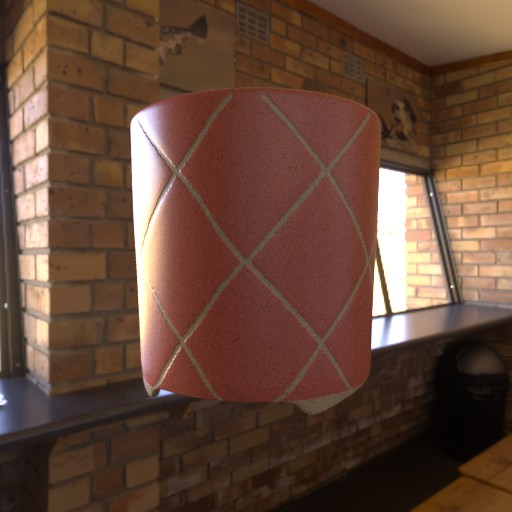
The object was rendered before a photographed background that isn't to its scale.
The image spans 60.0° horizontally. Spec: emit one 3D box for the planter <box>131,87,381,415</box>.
[{"bbox_3d":[0.000,0.000,0.419,0.227,0.235,0.227,0,0,0],"label":"planter"}]
